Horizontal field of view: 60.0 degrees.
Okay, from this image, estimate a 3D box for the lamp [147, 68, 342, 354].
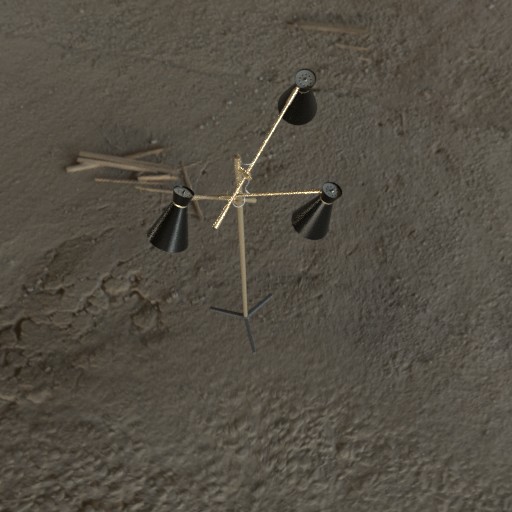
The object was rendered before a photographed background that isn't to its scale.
[{"bbox_3d":[0.000,0.000,2.188,0.653,1.804,0.750,14,61,8],"label":"lamp"}]
